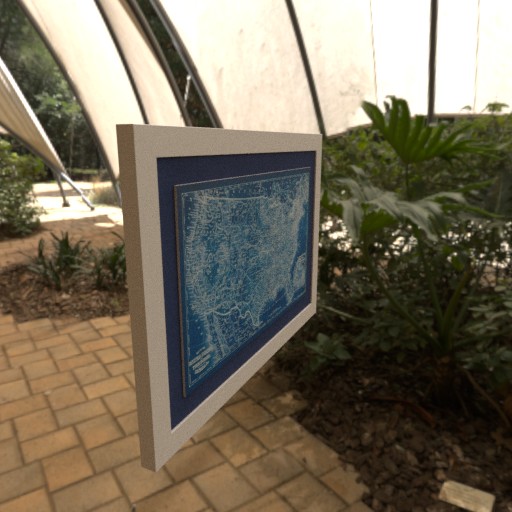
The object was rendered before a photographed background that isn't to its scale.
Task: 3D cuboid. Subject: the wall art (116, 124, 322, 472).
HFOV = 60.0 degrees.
[{"bbox_3d":[0.000,0.000,1.661,0.051,0.902,1.308,7,16,26],"label":"wall art"}]
